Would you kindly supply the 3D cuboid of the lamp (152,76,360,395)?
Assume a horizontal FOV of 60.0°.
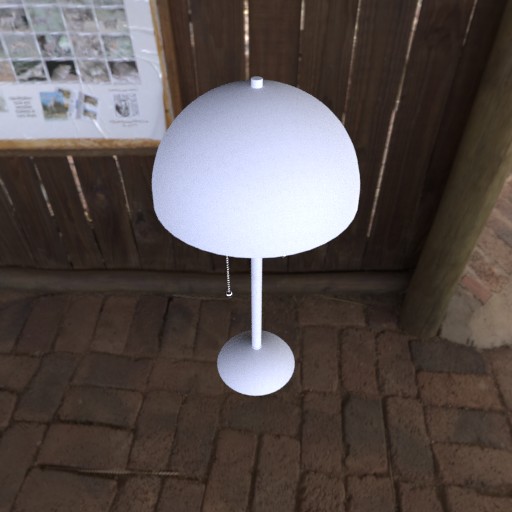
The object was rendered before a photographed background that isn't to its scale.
[{"bbox_3d":[0.000,0.000,0.421,0.171,0.330,0.171,0,40,0],"label":"lamp"}]
